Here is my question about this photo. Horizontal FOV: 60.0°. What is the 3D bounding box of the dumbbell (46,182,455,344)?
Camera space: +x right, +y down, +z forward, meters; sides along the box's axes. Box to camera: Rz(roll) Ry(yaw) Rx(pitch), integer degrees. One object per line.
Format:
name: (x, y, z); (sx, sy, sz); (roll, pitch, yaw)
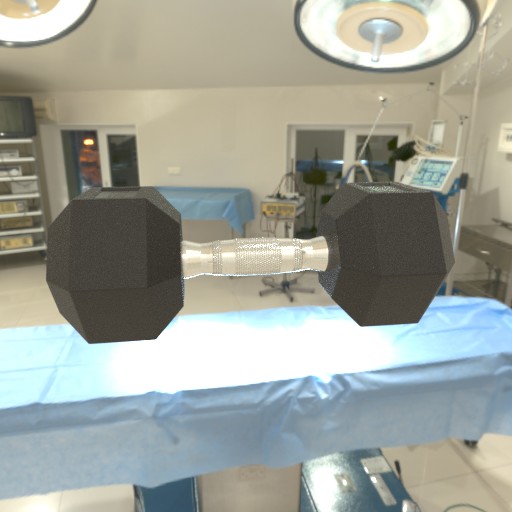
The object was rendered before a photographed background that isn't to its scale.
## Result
dumbbell: (0.000, 0.000, 0.375); (0.315, 0.113, 0.129); (-2, 17, -8)
